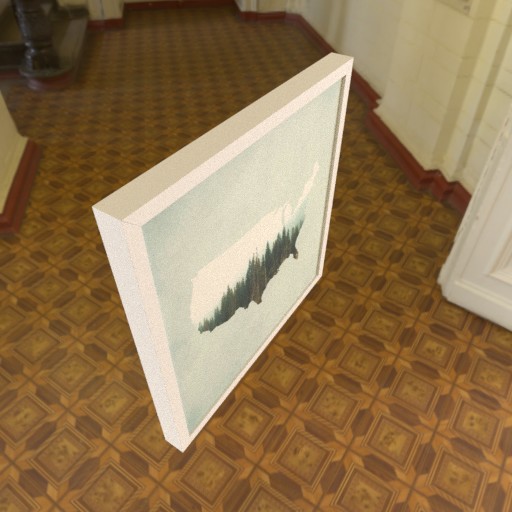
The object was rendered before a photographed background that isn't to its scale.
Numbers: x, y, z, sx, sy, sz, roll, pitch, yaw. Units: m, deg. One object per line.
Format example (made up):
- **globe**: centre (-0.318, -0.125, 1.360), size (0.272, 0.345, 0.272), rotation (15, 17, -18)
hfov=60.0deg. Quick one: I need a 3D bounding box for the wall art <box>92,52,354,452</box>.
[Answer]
- **wall art**: centre (0.000, 0.000, 0.748), size (0.040, 0.509, 0.509), rotation (25, 49, 24)
